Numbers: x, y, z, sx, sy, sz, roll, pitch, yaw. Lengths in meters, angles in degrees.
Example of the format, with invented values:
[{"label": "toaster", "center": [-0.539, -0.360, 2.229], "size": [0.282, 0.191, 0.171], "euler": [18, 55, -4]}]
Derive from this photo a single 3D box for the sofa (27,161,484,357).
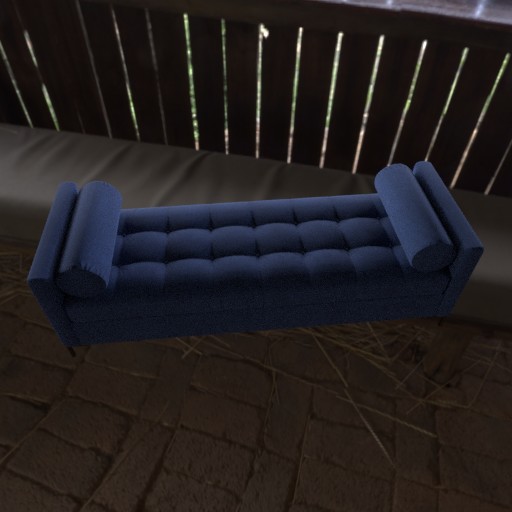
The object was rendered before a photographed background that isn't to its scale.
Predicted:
[{"label": "sofa", "center": [0.000, 0.000, 2.342], "size": [1.981, 0.635, 0.686], "euler": [-4, 47, -4]}]
